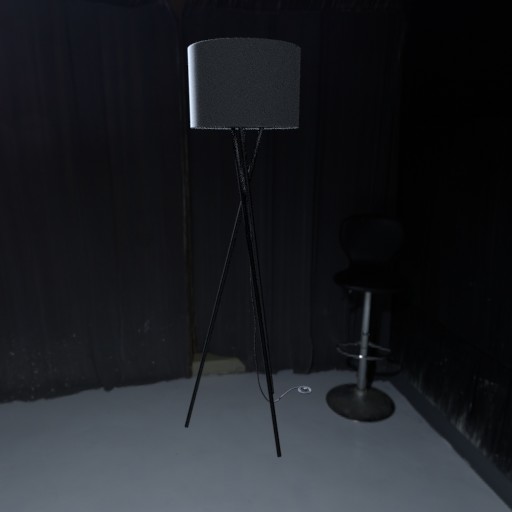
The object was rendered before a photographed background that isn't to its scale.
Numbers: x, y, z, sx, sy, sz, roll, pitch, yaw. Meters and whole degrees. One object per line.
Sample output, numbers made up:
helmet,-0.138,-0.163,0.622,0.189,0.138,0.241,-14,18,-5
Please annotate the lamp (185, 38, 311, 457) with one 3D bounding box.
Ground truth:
lamp,0.000,0.000,1.889,0.667,1.624,0.522,-2,15,-9
